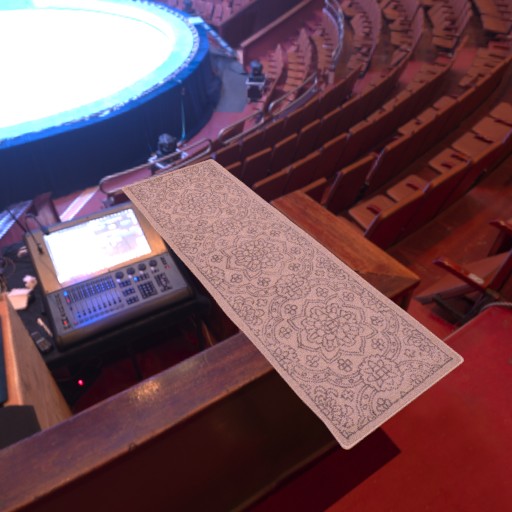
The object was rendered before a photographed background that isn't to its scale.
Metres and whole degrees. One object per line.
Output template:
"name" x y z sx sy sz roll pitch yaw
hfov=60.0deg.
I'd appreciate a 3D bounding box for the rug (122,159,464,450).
"rug" 0.000 0.000 2.737 0.806 0.006 2.431 -24 46 -25
